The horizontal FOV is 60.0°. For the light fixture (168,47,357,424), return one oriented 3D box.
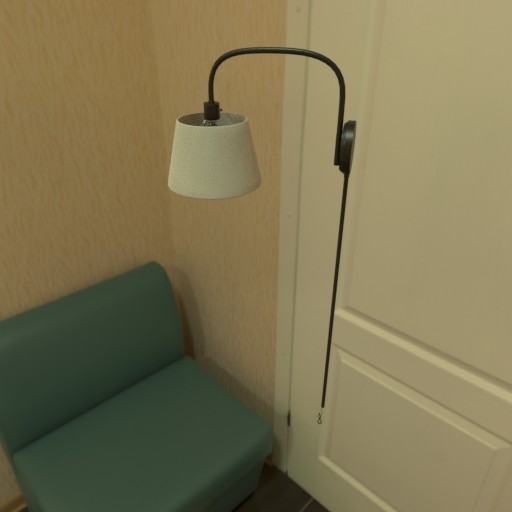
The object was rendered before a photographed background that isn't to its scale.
[{"bbox_3d":[0.000,0.000,0.467,0.176,0.399,0.092,8,30,13],"label":"light fixture"}]
